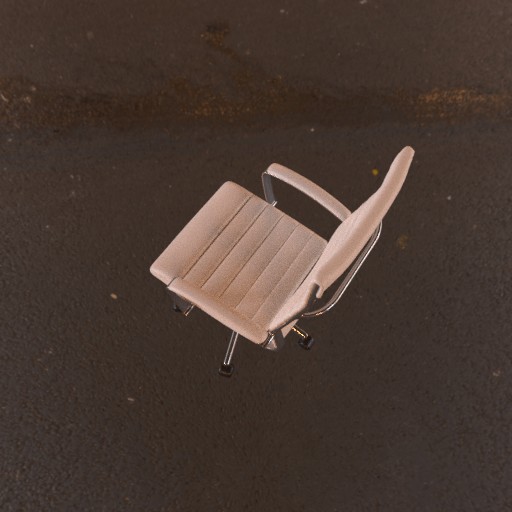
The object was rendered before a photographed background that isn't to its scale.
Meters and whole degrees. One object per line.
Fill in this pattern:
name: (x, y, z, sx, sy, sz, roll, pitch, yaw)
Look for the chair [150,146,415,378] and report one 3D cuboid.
chair: (0.000, 0.000, 1.563, 0.679, 1.149, 0.679, 32, 68, 15)
